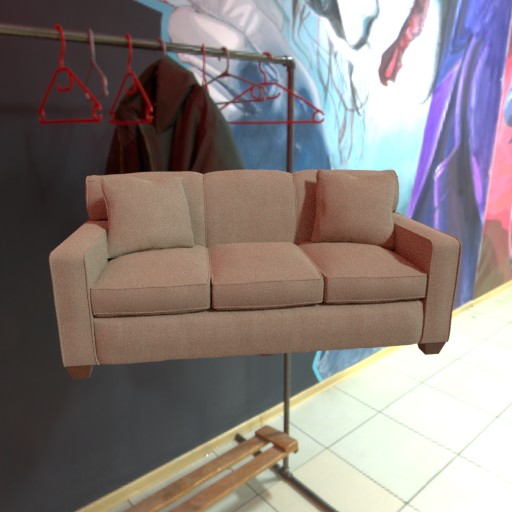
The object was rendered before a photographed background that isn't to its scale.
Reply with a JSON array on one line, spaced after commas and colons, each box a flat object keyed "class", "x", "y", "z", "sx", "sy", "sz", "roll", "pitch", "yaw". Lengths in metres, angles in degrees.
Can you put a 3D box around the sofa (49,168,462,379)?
[{"class": "sofa", "x": 0.000, "y": 0.000, "z": 2.594, "sx": 2.024, "sy": 0.958, "sz": 0.997, "roll": -2, "pitch": 16, "yaw": -7}]
